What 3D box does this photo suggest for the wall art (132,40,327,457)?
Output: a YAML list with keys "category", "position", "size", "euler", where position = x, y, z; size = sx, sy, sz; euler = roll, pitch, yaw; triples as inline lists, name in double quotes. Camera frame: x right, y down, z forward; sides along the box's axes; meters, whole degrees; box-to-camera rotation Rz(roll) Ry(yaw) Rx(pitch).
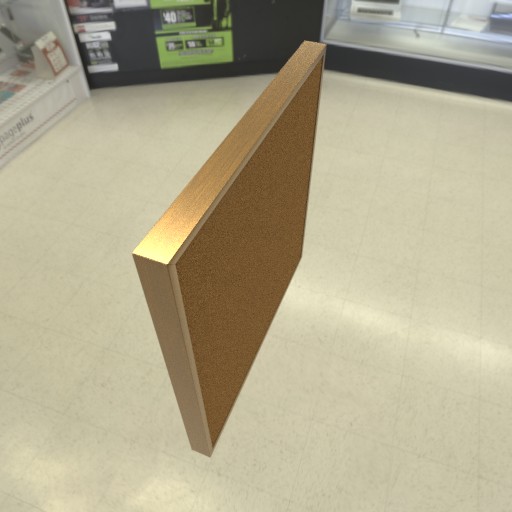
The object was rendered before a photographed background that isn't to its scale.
- category: "wall art"
  position: [0.000, 0.000, 0.740]
  size: [0.037, 0.505, 0.505]
  euler: [17, 50, 15]
